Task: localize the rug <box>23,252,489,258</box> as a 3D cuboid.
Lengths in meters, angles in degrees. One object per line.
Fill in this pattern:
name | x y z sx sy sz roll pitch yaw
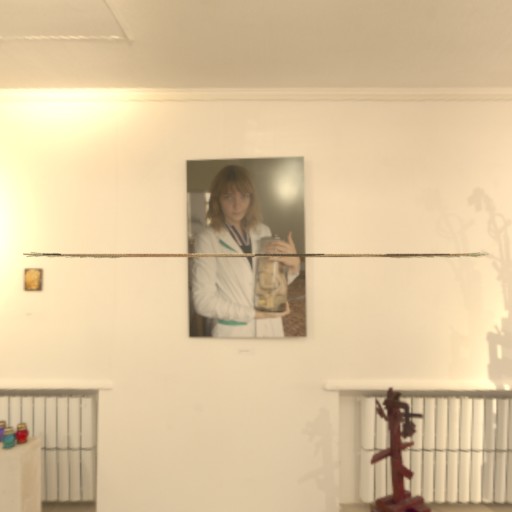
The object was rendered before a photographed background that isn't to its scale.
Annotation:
rug | 0.000 0.000 2.502 2.021 0.027 1.224 0 -1 0
